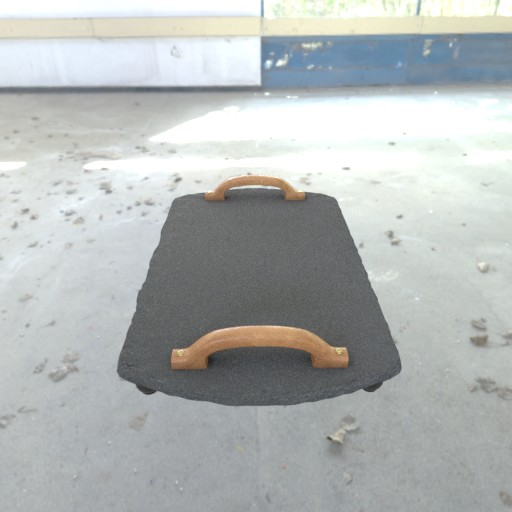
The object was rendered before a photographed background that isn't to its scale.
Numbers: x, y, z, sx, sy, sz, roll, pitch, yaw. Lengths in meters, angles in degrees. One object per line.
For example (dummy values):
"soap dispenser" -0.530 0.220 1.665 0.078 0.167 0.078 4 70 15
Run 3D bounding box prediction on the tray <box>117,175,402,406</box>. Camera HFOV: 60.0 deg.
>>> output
"tray" 0.000 0.000 0.479 0.231 0.062 0.387 0 32 -1
